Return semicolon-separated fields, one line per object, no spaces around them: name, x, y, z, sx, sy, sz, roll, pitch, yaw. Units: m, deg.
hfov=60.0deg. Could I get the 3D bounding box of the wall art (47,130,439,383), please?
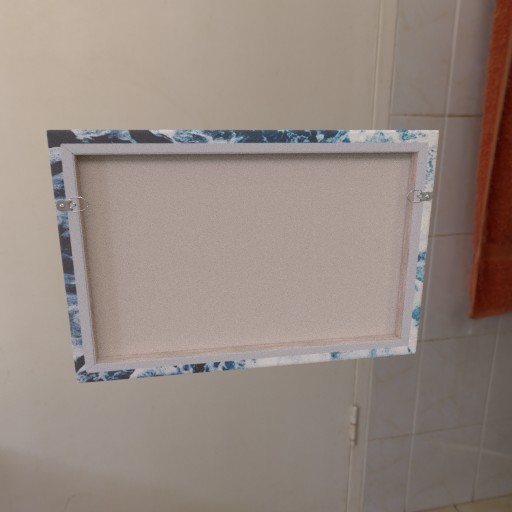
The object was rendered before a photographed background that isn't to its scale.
wall art;0.000;0.000;1.116;0.915;0.610;0.042;-3;16;-9
